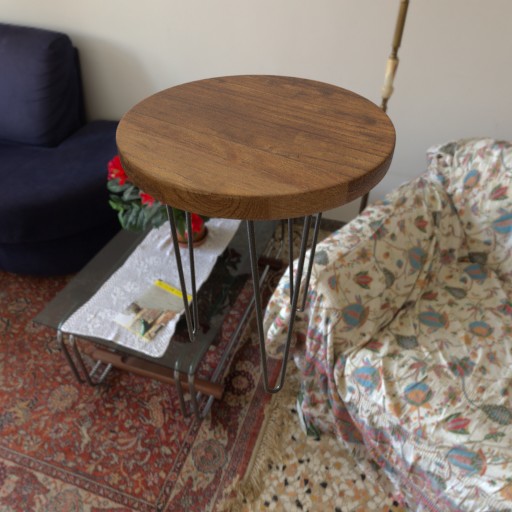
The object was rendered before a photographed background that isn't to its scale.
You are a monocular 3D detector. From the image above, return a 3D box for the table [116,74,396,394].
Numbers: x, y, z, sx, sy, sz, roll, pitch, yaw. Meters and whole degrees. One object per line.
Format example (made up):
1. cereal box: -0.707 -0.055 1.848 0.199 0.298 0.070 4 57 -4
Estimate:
1. table: 0.000 0.000 0.816 0.400 0.520 0.400 0 41 0
